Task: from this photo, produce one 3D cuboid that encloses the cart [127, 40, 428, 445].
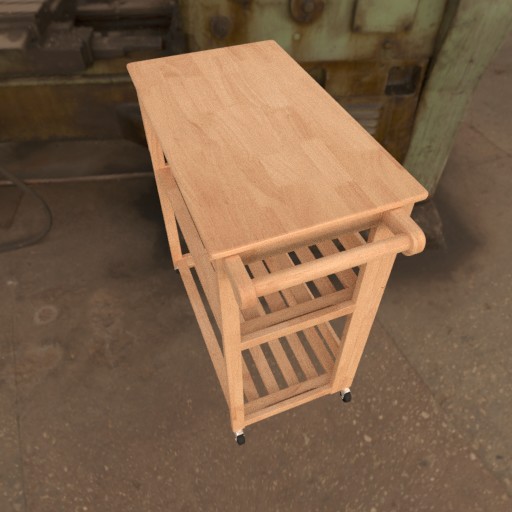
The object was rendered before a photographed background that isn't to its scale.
[{"bbox_3d":[0.000,0.000,1.314,0.432,0.879,0.853,-16,50,-14],"label":"cart"}]
